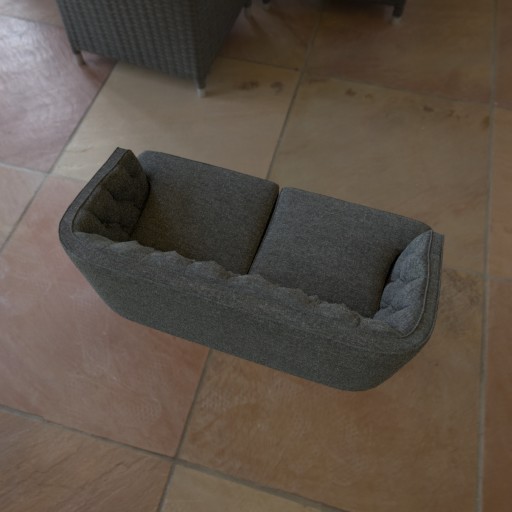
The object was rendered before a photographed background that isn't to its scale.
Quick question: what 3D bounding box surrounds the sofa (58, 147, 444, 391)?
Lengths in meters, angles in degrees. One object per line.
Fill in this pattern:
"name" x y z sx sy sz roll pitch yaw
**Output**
"sofa" 0.000 0.000 2.331 1.733 0.855 0.941 16 63 9
